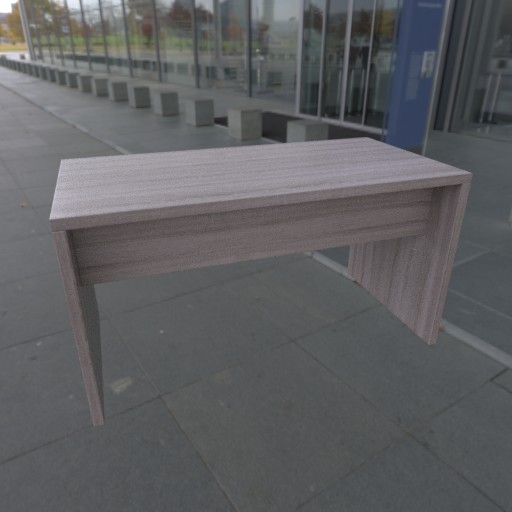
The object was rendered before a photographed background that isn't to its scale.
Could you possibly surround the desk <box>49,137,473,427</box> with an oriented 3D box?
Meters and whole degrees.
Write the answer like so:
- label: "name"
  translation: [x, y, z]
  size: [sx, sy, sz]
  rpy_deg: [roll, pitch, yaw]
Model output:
- label: "desk"
  translation: [0.000, 0.000, 1.814]
  size: [1.380, 0.745, 0.690]
  rpy_deg: [-9, 27, -17]
